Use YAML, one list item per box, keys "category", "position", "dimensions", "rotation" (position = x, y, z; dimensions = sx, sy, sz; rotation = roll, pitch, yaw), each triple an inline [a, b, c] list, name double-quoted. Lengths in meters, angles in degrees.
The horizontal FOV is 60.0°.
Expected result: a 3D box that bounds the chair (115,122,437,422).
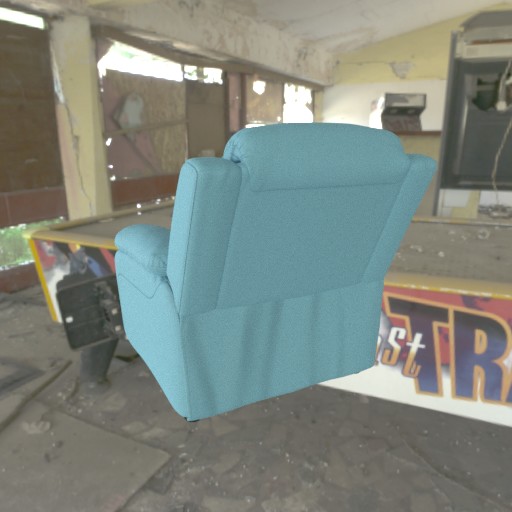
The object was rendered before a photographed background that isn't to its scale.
- category: "chair"
  position: [0.000, 0.000, 1.248]
  dimensions: [0.680, 0.702, 0.709]
  rotation: [-7, 16, -27]
